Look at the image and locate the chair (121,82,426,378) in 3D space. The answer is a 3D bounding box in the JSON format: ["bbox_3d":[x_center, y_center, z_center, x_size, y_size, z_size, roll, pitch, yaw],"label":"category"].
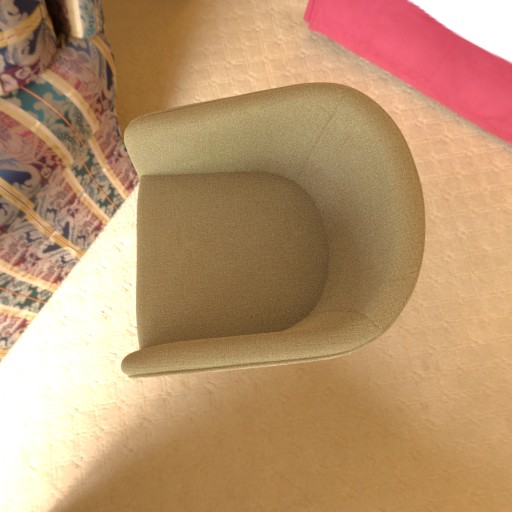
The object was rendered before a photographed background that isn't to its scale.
[{"bbox_3d":[0.000,0.000,1.167,0.616,0.775,0.584,-3,76,-1],"label":"chair"}]
